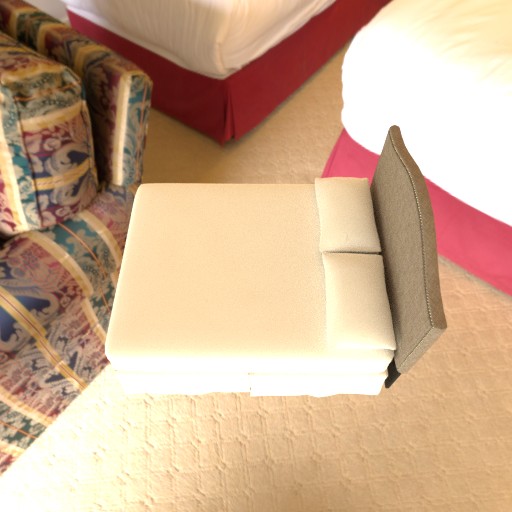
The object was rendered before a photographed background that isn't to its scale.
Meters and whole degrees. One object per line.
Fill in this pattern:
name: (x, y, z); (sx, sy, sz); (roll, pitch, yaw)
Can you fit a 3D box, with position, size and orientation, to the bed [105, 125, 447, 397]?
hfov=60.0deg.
bed: (0.000, 0.000, 3.354); (2.153, 1.518, 1.713); (0, 57, 0)
